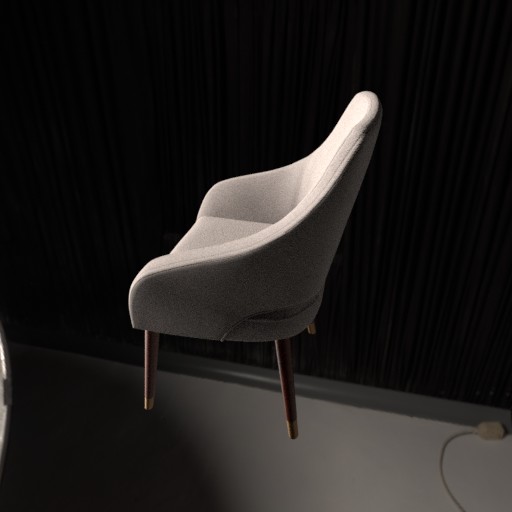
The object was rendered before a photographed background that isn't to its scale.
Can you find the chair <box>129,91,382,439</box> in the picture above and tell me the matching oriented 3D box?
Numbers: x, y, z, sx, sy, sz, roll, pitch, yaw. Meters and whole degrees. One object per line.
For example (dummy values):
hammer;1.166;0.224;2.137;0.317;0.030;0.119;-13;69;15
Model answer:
chair;0.000;0.000;1.299;0.600;0.889;0.609;6;31;11
